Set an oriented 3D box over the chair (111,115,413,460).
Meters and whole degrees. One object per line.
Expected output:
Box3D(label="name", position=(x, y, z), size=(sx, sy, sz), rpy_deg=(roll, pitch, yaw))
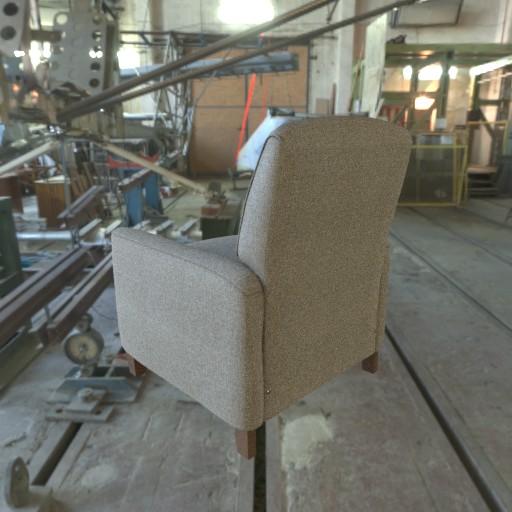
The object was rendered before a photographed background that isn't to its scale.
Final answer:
Box3D(label="chair", position=(0.000, 0.000, 1.705), size=(0.848, 1.014, 0.864), rpy_deg=(-15, 22, -42))
